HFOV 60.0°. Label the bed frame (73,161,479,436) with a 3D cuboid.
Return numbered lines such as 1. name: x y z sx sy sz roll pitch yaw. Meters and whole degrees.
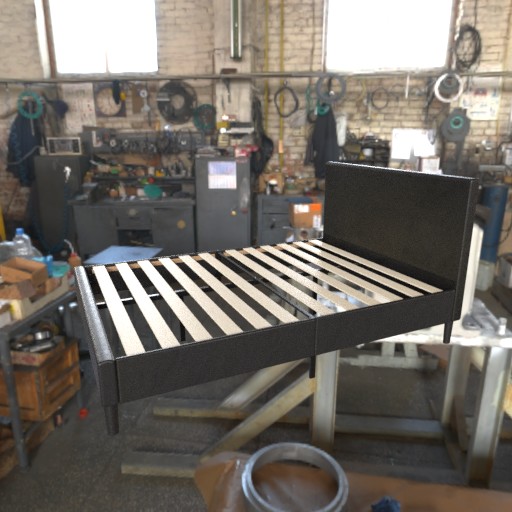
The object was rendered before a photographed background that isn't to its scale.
1. bed frame: 0.000 0.000 2.881 2.152 1.046 1.469 -7 18 -24
